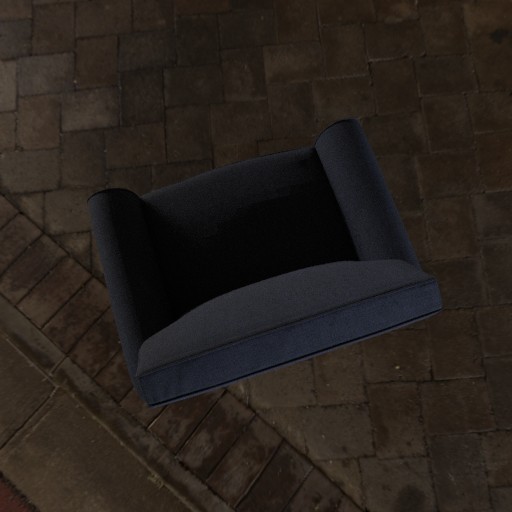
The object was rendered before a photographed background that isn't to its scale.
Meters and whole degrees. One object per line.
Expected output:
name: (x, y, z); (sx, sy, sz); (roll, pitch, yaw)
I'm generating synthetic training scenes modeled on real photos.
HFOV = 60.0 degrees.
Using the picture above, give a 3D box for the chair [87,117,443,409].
chair: (0.000, 0.000, 1.979); (1.285, 1.044, 0.963); (-17, 78, -4)
